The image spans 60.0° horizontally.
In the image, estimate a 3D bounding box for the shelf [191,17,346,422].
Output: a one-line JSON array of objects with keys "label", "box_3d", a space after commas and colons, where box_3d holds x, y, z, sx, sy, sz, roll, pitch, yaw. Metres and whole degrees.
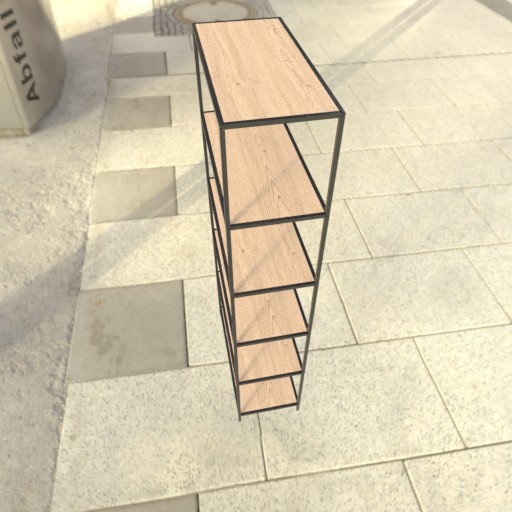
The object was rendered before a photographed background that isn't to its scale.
[{"label": "shelf", "box_3d": [0.000, 0.000, 2.119, 0.350, 1.850, 0.770, -8, 47, -8]}]
